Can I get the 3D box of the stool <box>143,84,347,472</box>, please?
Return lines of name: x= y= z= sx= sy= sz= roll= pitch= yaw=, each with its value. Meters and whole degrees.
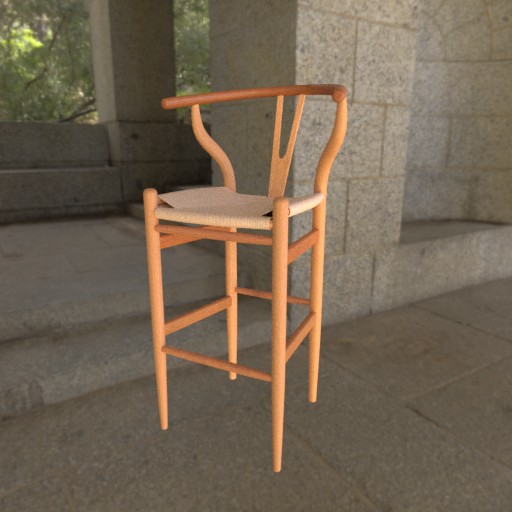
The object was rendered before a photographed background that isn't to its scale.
stool: x=0.000 y=0.000 z=1.405 sx=0.574 sy=1.068 sz=0.561 roll=8 pitch=16 yaw=27
